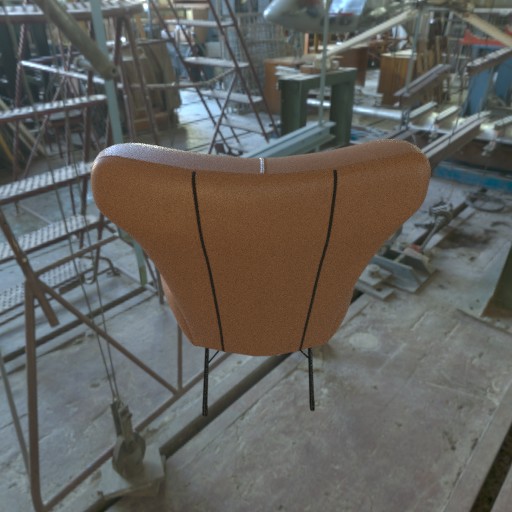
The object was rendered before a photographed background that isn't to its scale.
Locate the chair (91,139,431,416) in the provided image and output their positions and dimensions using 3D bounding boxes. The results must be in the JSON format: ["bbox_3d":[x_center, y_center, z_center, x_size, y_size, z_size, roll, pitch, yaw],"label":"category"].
[{"bbox_3d":[0.000,0.000,1.764,0.980,1.050,0.900,-2,30,-3],"label":"chair"}]
